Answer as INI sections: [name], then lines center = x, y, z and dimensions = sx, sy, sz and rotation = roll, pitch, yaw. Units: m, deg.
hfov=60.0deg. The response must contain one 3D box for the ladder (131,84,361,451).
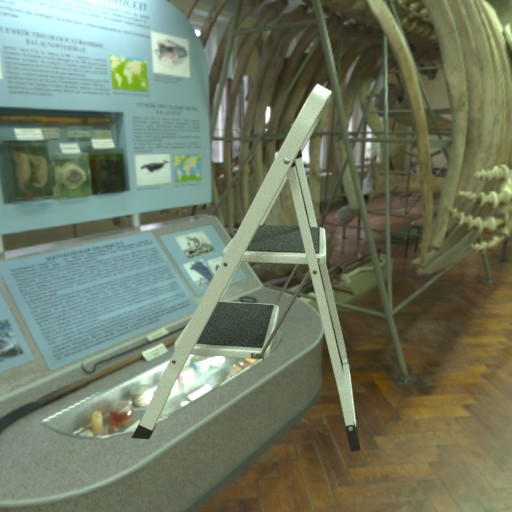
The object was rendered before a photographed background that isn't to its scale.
[ladder]
center = 0.000, 0.000, 1.145
dimensions = 0.544, 0.810, 0.460
rotation = 2, 16, 8
